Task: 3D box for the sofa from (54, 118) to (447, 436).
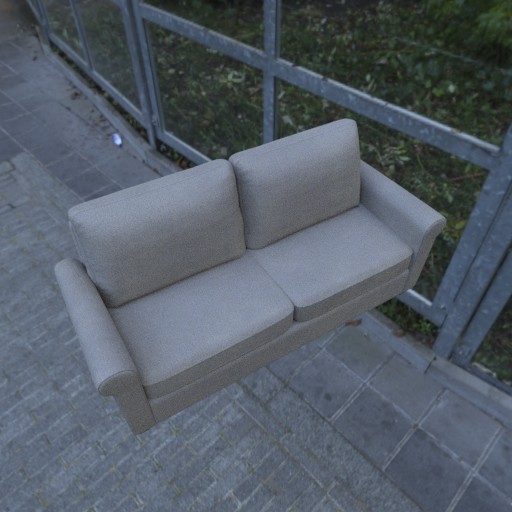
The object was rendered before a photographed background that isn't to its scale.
[{"bbox_3d":[0.000,0.000,2.404,1.935,0.942,0.842,-23,50,-21],"label":"sofa"}]
